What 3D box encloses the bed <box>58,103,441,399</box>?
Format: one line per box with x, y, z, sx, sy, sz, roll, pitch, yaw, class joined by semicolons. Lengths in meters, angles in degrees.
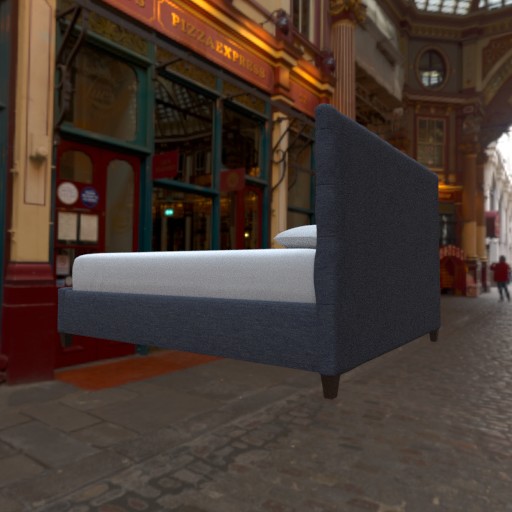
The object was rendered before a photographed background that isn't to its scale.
0.000;0.000;3.617;2.387;1.427;2.078;-1;-1;36;bed
